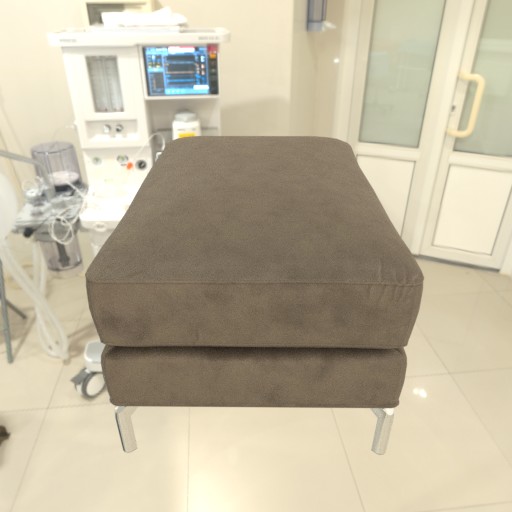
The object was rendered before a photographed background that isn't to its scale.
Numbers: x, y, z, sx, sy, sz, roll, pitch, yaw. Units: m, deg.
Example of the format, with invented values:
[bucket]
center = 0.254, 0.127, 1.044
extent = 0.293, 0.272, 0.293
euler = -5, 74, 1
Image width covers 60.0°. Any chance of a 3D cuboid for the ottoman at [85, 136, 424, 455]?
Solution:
[ottoman]
center = 0.000, 0.000, 1.031
extent = 0.520, 0.456, 0.719
euler = 0, 31, 0
